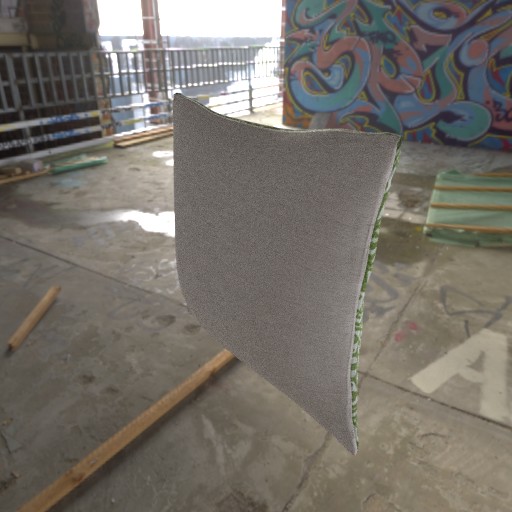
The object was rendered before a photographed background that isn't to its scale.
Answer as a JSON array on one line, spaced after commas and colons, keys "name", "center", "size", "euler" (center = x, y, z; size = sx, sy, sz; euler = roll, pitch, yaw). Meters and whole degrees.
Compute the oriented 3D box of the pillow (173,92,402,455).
[{"name": "pillow", "center": [0.000, 0.000, 0.652], "size": [0.162, 0.419, 0.440], "euler": [-19, 32, -33]}]
